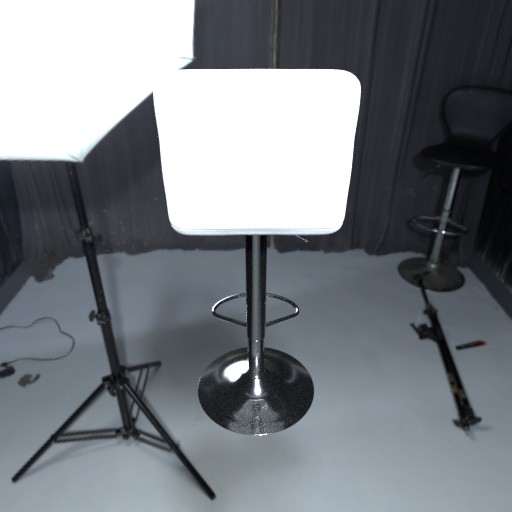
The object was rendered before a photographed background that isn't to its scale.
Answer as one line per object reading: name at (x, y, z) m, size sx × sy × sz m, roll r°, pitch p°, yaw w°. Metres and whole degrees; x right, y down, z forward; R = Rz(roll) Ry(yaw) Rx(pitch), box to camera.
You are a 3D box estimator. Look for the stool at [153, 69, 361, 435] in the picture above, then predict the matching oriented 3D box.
stool at (0.000, 0.000, 1.353) m, size 0.430 × 1.115 × 0.505 m, roll 0°, pitch 30°, yaw 0°
